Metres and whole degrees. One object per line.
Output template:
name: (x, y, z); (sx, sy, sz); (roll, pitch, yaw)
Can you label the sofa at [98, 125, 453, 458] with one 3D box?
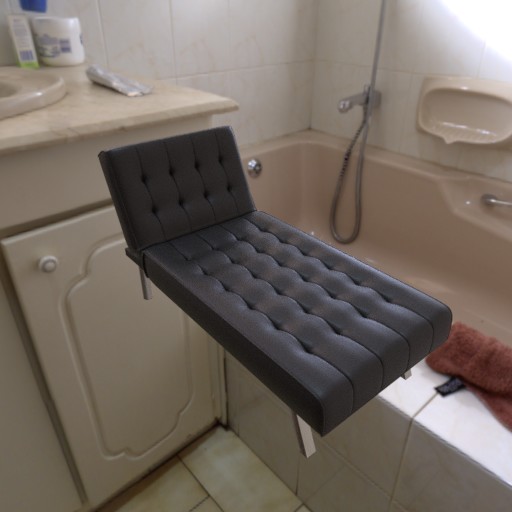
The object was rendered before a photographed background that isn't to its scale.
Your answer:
sofa: (0.000, 0.000, 2.023); (0.760, 0.820, 1.560); (-22, 37, -33)
